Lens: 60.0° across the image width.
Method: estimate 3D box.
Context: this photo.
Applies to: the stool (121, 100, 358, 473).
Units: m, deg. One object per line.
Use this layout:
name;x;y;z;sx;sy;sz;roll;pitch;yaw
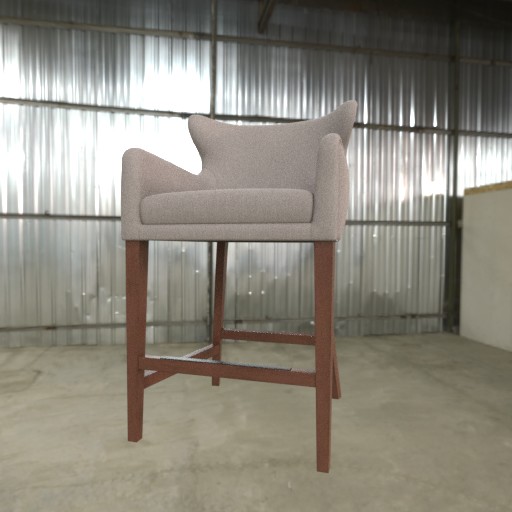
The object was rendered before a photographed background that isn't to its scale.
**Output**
stool;0.000;0.000;1.326;0.575;0.951;0.575;1;2;18
